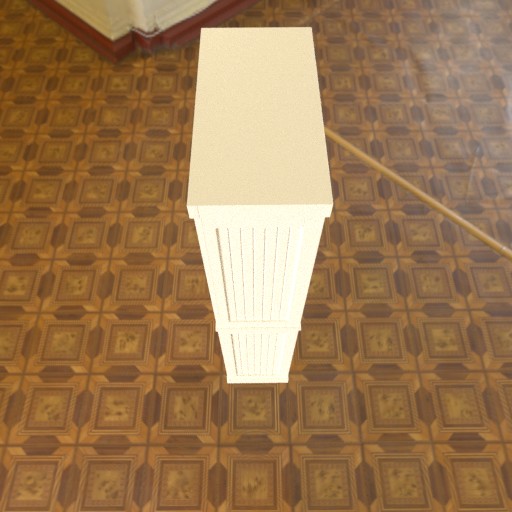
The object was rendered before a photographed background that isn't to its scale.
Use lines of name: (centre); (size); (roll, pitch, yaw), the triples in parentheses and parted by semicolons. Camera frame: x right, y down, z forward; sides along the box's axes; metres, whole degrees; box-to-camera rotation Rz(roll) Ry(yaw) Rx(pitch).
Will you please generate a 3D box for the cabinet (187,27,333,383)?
cabinet: (0.000, 0.000, 2.123); (0.390, 1.829, 0.754); (-1, 60, 0)
